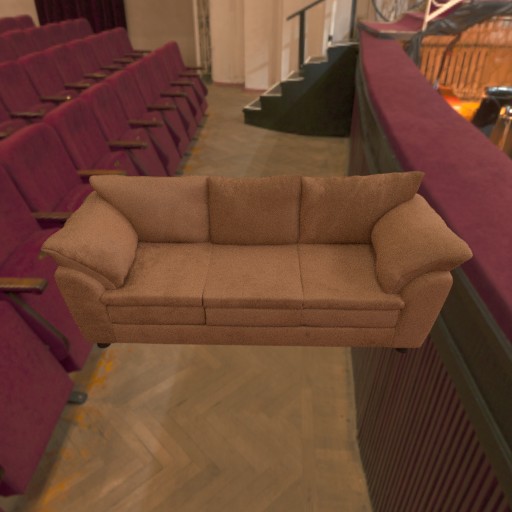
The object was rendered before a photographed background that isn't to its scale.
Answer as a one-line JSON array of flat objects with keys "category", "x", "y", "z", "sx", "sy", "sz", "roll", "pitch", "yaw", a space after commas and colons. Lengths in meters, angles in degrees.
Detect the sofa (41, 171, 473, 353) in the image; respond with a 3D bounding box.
[{"category": "sofa", "x": 0.000, "y": 0.000, "z": 2.901, "sx": 2.377, "sy": 0.981, "sz": 0.893, "roll": 1, "pitch": 31, "yaw": 1}]
